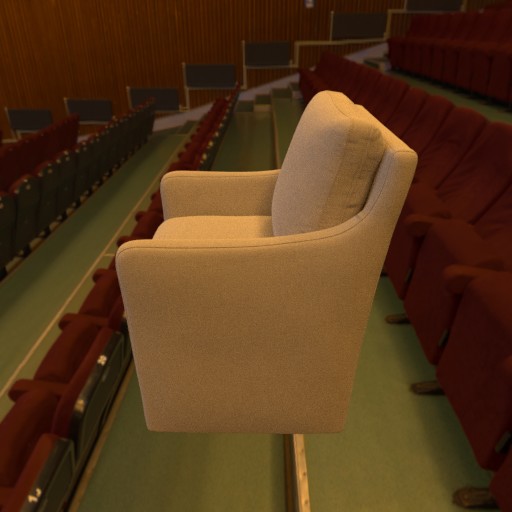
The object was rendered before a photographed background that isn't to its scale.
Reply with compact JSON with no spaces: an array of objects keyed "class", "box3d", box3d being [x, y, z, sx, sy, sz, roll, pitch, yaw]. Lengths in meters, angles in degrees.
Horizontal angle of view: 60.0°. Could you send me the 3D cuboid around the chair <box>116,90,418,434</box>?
[{"class":"chair","box3d":[0.000,0.000,1.372,0.694,0.914,0.626,0,28,1]}]
